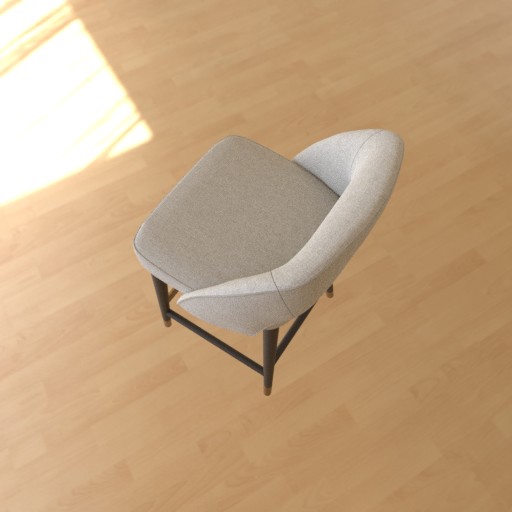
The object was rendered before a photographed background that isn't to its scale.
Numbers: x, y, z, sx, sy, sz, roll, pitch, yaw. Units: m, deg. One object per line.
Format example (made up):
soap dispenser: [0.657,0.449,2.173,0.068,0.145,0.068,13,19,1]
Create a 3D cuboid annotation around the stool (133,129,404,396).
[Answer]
stool: [0.000,0.000,1.211,0.509,0.940,0.494,31,68,14]
